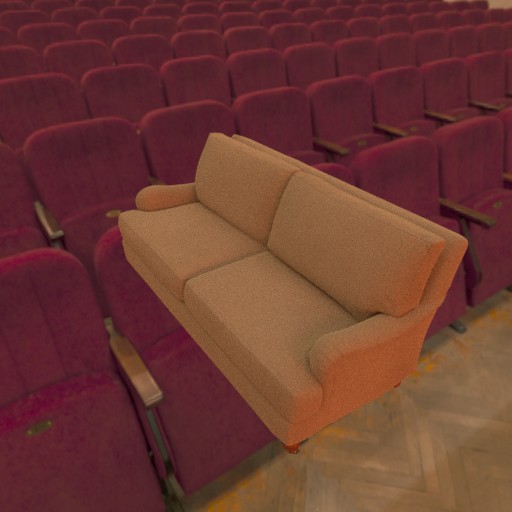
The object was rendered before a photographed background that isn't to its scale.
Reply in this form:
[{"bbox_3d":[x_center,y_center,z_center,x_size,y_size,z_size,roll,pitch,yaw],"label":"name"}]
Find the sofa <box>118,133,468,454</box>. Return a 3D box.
[{"bbox_3d":[0.000,0.000,2.749,1.091,0.997,2.070,-21,38,-29],"label":"sofa"}]
